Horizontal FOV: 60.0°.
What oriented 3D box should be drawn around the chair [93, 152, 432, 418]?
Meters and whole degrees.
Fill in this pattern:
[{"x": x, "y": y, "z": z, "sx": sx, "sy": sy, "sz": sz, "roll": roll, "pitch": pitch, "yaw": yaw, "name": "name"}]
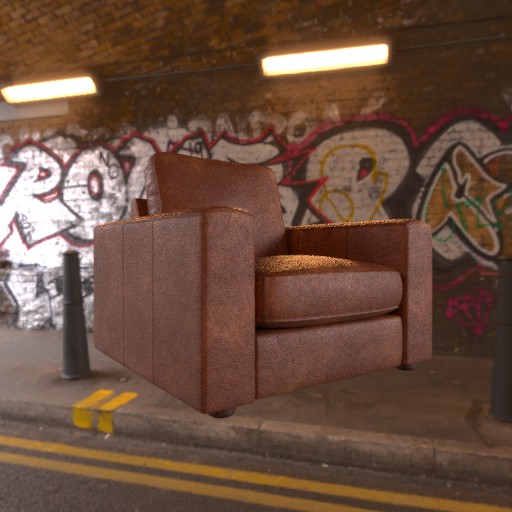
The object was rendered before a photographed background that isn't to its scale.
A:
[{"x": 0.000, "y": 0.000, "z": 1.781, "sx": 1.005, "sy": 0.873, "sz": 1.016, "roll": 0, "pitch": 1, "yaw": -36, "name": "chair"}]
